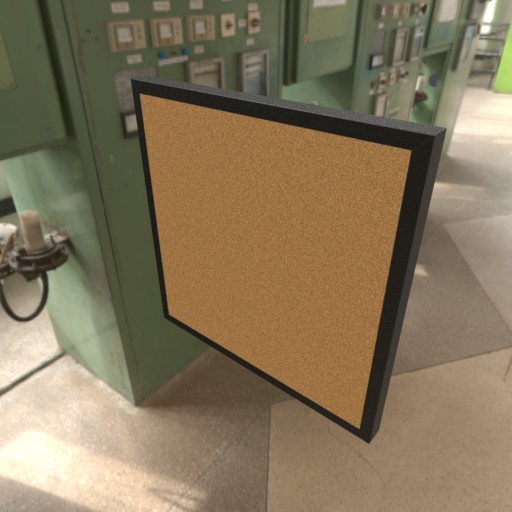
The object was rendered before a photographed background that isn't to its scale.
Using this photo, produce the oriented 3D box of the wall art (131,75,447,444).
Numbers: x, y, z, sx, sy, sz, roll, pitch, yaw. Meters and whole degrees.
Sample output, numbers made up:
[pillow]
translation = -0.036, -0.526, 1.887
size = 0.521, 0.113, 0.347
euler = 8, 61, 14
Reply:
[wall art]
translation = 0.000, 0.000, 0.739
size = 0.508, 0.508, 0.036
euler = 23, 39, 33
